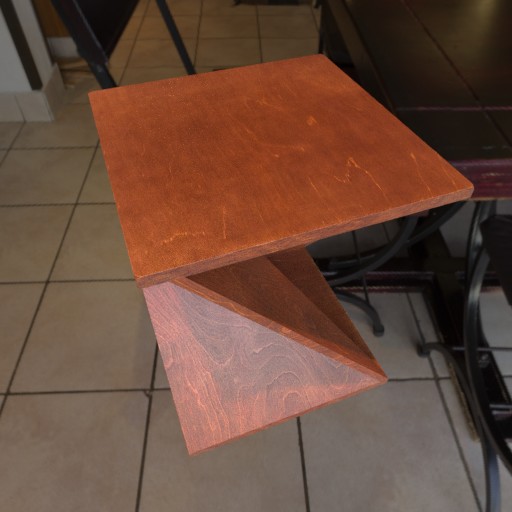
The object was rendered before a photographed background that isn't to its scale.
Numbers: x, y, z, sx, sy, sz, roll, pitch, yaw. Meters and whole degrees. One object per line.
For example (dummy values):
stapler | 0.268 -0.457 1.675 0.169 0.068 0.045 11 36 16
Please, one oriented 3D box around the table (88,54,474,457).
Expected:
table | 0.000 0.000 0.830 0.427 0.520 0.427 -16 49 -14
